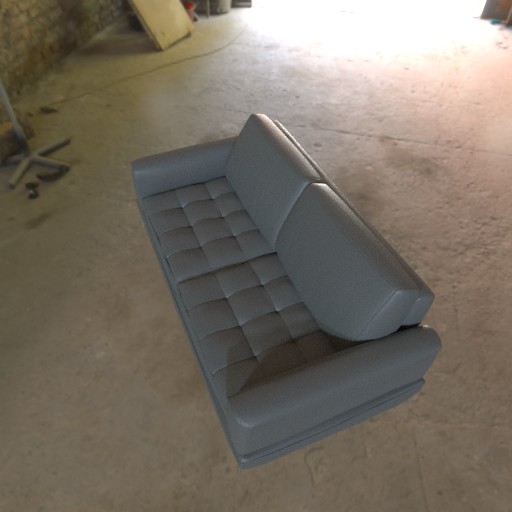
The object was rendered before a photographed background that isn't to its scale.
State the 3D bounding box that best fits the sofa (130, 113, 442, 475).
[{"bbox_3d":[0.000,0.000,2.742,1.121,0.930,2.177,-17,49,-16],"label":"sofa"}]
